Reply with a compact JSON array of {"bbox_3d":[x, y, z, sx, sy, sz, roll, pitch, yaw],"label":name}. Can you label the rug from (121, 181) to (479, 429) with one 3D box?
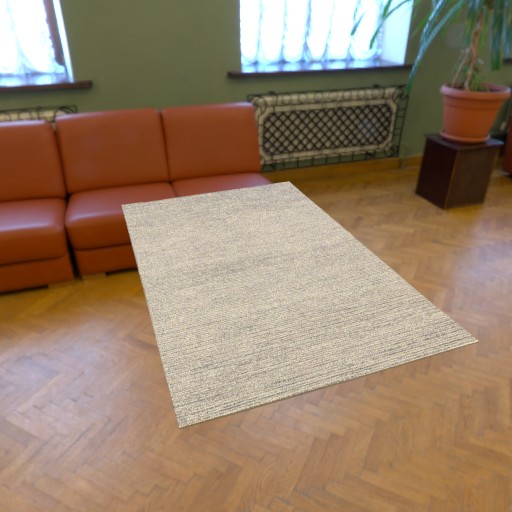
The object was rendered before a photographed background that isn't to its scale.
[{"bbox_3d":[0.000,0.000,2.250,1.162,0.022,1.804,-10,32,-17],"label":"rug"}]
